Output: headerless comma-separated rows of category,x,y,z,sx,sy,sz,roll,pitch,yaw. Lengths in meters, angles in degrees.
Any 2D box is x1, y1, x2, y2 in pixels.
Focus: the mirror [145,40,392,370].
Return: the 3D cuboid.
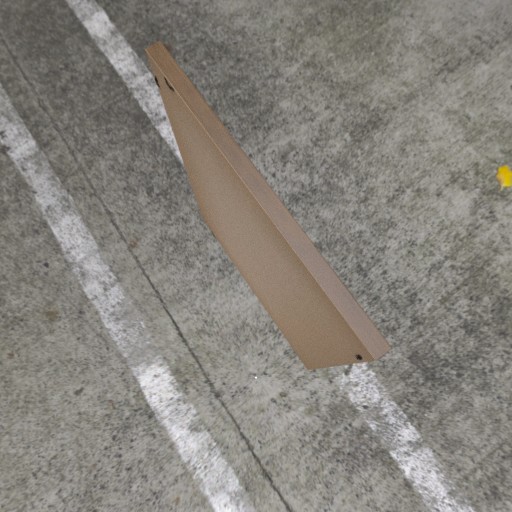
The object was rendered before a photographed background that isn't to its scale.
mirror,0.000,0.000,1.324,0.041,1.016,0.762,-34,77,-9
